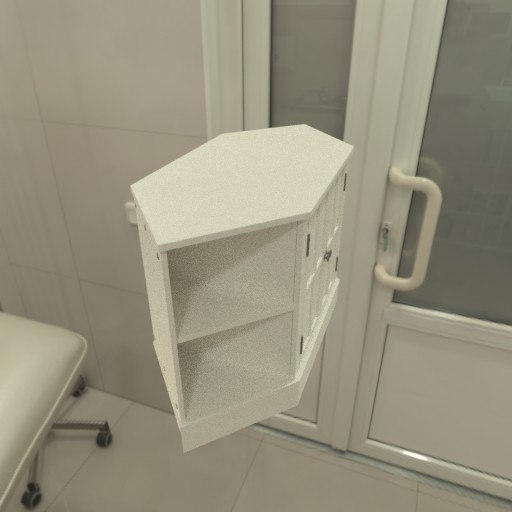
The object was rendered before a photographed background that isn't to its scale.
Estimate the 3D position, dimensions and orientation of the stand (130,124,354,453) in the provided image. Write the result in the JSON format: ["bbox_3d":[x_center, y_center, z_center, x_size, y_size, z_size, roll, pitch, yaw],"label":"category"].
[{"bbox_3d":[0.000,0.000,1.435,0.477,0.614,1.072,10,31,18],"label":"stand"}]
